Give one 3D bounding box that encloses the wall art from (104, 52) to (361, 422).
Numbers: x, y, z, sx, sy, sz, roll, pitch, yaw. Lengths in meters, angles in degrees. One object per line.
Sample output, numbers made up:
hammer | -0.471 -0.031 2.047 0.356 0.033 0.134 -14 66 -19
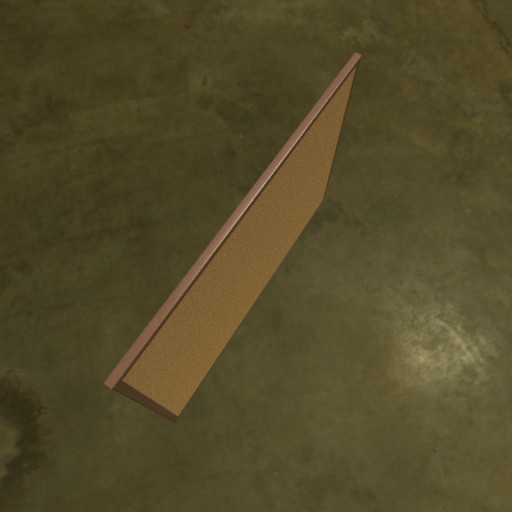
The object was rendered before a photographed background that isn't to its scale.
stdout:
wall art | 0.000 0.000 0.851 0.014 0.455 0.660 30 68 13
